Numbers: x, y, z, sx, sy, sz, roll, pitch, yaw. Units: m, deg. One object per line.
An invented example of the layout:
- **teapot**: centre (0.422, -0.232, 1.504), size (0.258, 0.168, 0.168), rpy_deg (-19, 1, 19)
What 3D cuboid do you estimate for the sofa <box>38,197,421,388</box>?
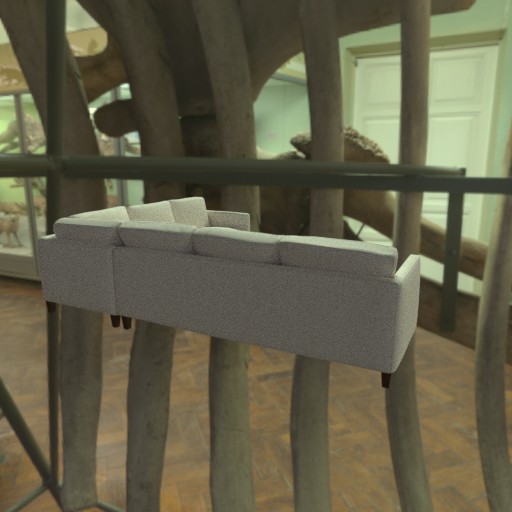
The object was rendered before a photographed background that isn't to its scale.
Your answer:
- **sofa**: centre (0.000, 0.000, 4.532), size (3.302, 0.947, 2.593), rpy_deg (6, 14, 26)
